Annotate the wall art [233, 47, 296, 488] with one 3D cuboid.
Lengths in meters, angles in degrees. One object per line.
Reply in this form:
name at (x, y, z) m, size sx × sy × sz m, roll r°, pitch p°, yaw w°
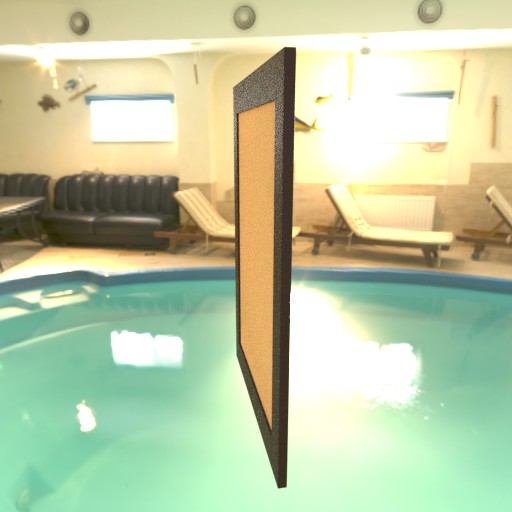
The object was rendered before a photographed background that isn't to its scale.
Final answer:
wall art at (0.000, 0.000, 0.660) m, size 0.013 × 0.508 × 0.359 m, roll -3°, pitch 15°, yaw -10°
